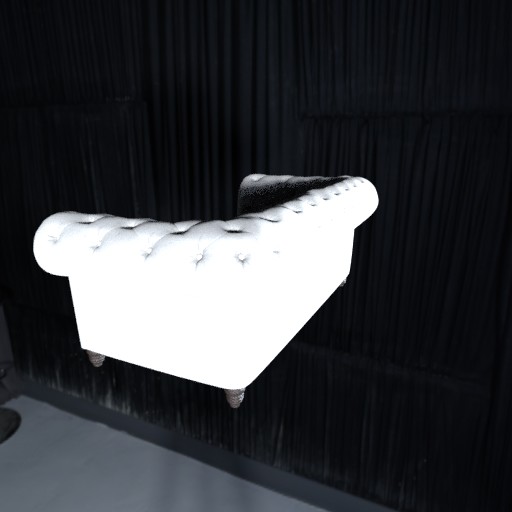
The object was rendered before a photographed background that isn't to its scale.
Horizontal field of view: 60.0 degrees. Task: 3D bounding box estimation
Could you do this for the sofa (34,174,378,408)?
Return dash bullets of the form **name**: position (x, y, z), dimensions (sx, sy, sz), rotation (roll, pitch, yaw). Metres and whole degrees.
- **sofa**: position (0.000, 0.000, 2.427), dimensions (0.986, 0.764, 1.998), rotation (8, 18, 25)
